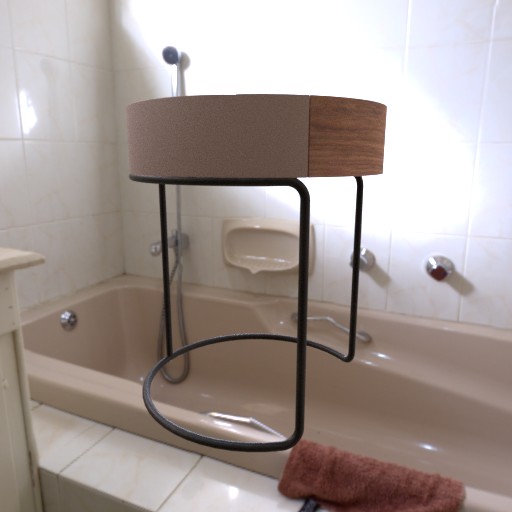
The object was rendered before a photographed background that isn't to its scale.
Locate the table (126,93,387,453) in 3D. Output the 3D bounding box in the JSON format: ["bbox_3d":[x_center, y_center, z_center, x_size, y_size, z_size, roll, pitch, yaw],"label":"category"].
[{"bbox_3d":[0.000,0.000,0.847,0.450,0.530,0.450,0,13,0],"label":"table"}]
